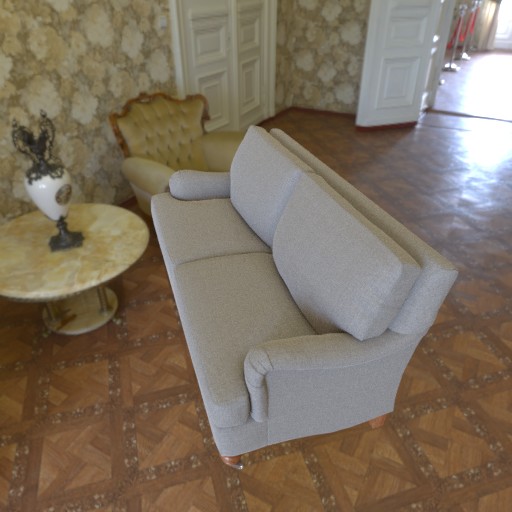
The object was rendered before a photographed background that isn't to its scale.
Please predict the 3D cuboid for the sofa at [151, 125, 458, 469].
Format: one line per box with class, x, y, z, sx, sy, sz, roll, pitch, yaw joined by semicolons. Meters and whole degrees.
sofa;0.000;0.000;2.750;1.087;1.054;2.160;-10;34;-15
